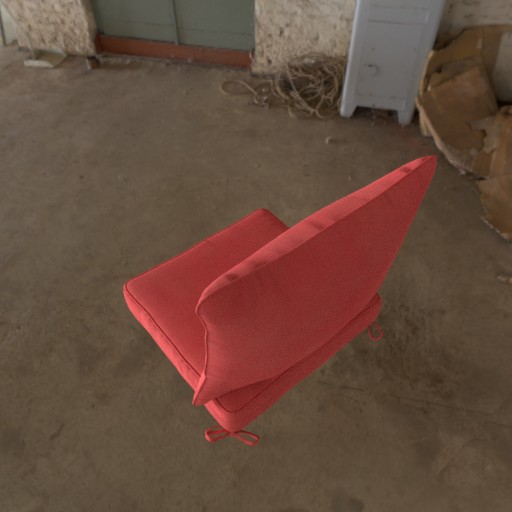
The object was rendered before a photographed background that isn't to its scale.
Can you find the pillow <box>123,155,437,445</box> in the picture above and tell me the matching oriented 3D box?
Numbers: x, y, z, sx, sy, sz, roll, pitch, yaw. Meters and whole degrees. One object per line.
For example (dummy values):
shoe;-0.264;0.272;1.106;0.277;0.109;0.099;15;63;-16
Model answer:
pillow;0.000;0.000;1.394;0.798;0.725;0.733;-31;54;-26
